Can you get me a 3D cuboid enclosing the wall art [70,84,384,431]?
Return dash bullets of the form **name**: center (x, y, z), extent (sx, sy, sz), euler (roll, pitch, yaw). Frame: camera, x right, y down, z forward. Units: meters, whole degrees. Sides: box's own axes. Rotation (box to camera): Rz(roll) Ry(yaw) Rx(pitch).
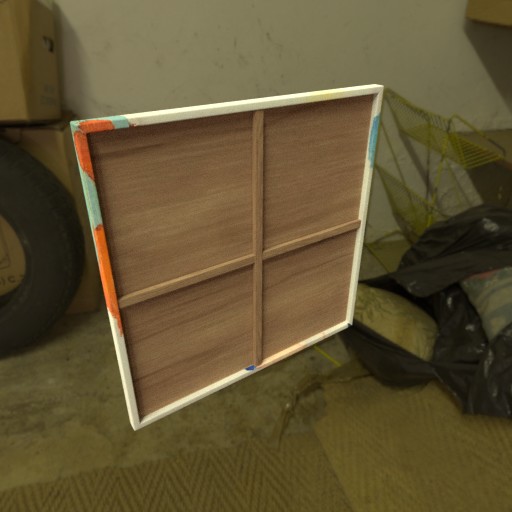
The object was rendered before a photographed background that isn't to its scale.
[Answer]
- **wall art**: center (0.000, 0.000, 1.510), extent (1.017, 1.017, 0.044), euler (-18, 34, -29)
